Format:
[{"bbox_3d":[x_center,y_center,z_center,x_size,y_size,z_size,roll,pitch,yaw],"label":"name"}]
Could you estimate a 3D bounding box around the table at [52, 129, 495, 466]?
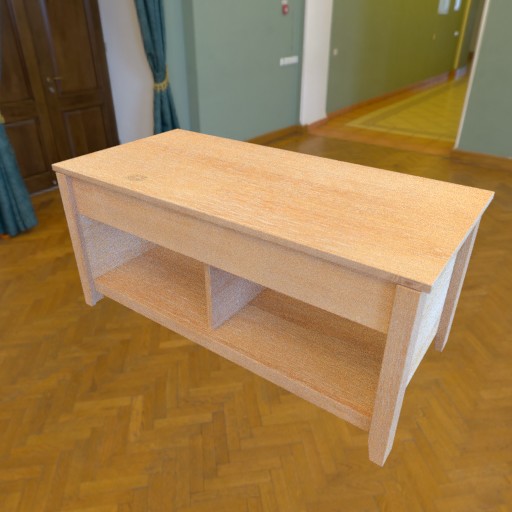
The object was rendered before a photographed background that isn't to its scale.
[{"bbox_3d":[0.000,0.000,1.227,1.016,0.457,0.483,20,35,30],"label":"table"}]
